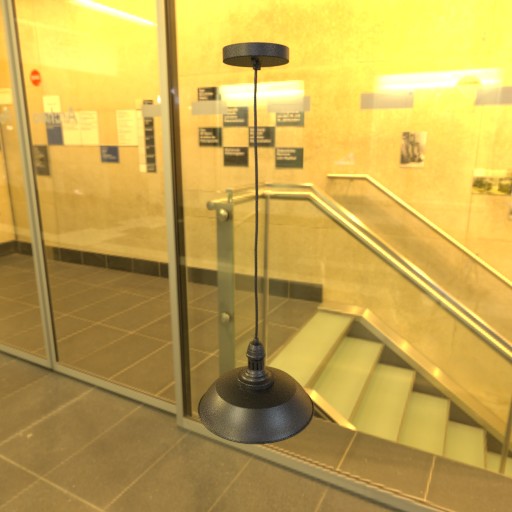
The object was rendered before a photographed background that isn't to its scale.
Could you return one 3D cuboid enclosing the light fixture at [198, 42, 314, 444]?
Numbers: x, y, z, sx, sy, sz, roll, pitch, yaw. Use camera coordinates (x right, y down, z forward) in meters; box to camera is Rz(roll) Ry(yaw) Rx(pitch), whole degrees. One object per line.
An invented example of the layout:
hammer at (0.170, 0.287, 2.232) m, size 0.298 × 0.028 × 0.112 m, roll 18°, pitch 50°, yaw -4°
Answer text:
light fixture at (0.000, 0.000, 1.156) m, size 0.331 × 0.993 × 0.331 m, roll 2°, pitch 15°, yaw 9°
